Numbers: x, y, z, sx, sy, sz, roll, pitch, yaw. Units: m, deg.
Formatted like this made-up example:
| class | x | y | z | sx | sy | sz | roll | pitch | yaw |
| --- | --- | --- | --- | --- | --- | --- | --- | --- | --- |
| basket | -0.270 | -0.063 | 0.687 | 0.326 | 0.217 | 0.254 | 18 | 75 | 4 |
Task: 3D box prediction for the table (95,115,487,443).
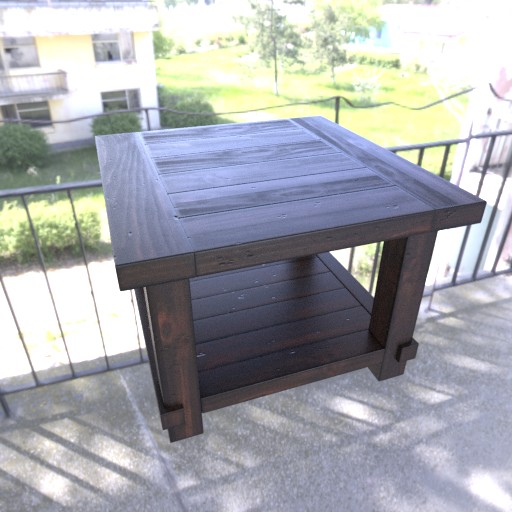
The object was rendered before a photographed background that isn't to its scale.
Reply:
| class | x | y | z | sx | sy | sz | roll | pitch | yaw |
| --- | --- | --- | --- | --- | --- | --- | --- | --- | --- |
| table | 0.000 | 0.000 | 1.000 | 0.593 | 0.437 | 0.606 | -10 | 33 | -17 |
